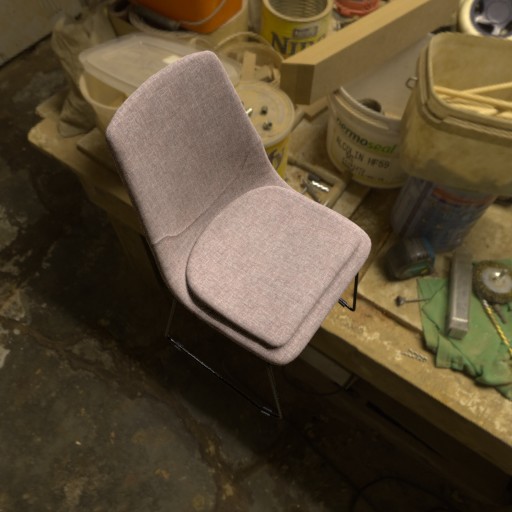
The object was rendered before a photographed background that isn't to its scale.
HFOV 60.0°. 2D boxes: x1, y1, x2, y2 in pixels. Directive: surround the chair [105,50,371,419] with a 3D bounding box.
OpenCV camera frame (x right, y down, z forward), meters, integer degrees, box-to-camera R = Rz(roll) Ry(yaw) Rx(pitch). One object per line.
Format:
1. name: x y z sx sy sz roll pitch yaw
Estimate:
1. chair: 0.000 0.000 1.148 0.518 0.858 0.479 33 65 17
